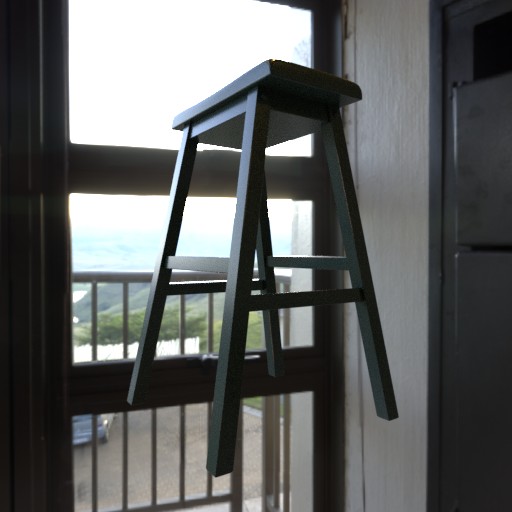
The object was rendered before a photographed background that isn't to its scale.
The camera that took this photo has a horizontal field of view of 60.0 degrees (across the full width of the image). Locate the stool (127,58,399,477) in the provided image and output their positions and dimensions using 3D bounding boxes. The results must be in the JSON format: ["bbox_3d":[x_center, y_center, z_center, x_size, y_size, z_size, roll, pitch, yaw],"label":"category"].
[{"bbox_3d":[0.000,0.000,1.060,0.476,0.737,0.457,0,1,-34],"label":"stool"}]
